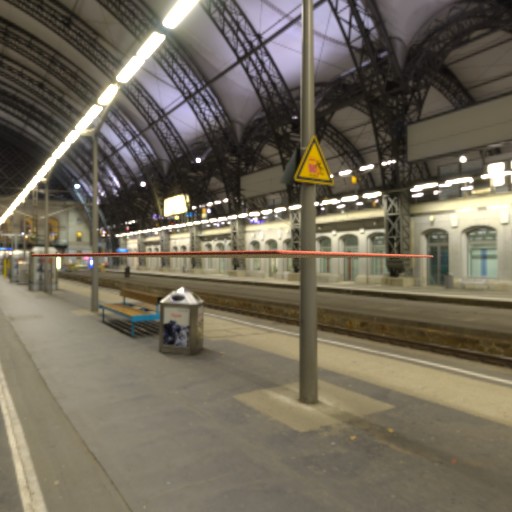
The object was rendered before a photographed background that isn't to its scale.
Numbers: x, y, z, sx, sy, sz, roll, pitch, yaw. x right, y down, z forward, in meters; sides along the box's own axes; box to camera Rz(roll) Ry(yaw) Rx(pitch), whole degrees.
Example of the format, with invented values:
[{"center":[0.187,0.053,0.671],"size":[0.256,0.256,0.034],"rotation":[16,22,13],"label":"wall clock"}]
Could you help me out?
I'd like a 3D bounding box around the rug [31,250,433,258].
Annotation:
[{"center":[0.000,0.000,4.101],"size":[2.430,0.018,2.976],"rotation":[0,-1,36],"label":"rug"}]
